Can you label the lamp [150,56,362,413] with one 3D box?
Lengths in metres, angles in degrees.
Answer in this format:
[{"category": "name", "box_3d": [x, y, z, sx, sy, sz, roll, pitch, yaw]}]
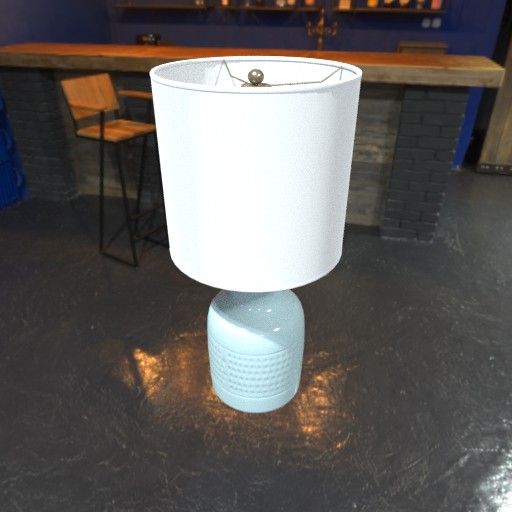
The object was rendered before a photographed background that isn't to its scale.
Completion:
[{"category": "lamp", "box_3d": [0.000, 0.000, 1.111, 0.418, 0.871, 0.418, 8, 32, 14]}]
